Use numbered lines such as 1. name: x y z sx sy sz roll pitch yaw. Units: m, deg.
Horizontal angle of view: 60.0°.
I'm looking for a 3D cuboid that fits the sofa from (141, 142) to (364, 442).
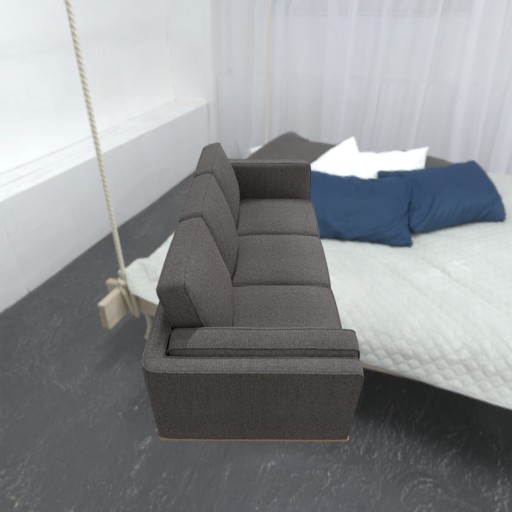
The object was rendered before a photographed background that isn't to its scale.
1. sofa: 0.000 0.000 2.800 0.903 0.899 2.362 0 32 0
